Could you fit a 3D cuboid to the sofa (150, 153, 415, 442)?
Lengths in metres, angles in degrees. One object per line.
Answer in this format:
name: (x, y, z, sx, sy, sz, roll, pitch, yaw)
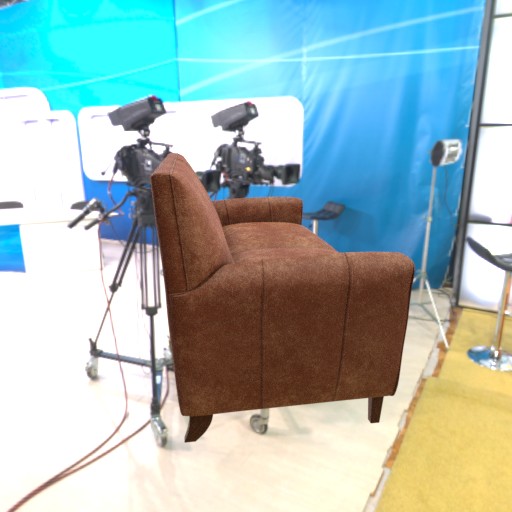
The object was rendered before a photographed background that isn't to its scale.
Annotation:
sofa: (0.000, 0.000, 2.007, 0.787, 0.871, 1.473, -2, 15, -9)
